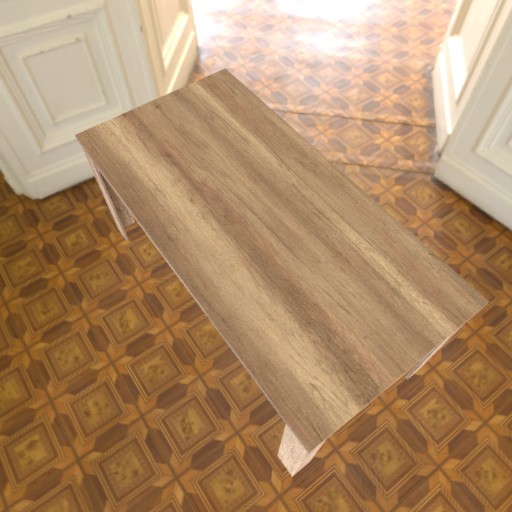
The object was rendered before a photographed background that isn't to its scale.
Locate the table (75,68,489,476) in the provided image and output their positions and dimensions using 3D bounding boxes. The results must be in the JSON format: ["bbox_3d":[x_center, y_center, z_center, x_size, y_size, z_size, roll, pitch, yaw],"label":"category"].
[{"bbox_3d":[0.000,0.000,2.279,0.900,0.790,1.800,-32,63,-18],"label":"table"}]
